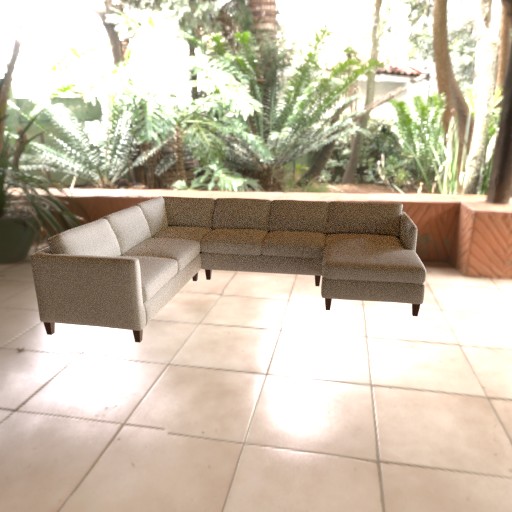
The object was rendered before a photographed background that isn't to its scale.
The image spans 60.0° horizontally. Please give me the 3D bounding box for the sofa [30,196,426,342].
[{"bbox_3d":[0.000,0.000,4.486,3.238,0.853,2.551,3,16,10],"label":"sofa"}]
